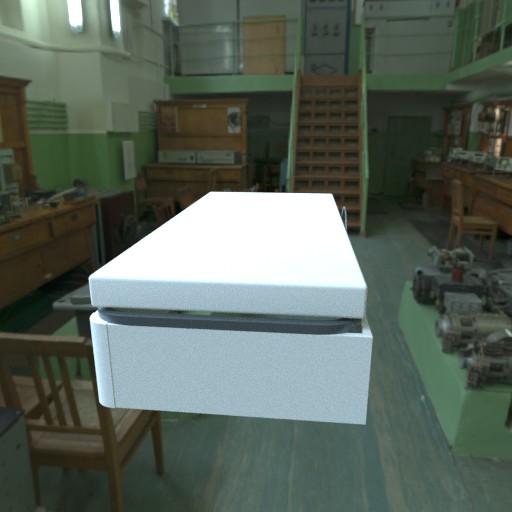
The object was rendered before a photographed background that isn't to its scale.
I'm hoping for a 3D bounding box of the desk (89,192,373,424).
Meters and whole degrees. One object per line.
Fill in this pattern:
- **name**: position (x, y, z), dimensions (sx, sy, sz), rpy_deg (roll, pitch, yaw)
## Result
- **desk**: position (0.000, 0.000, 2.270), dimensions (0.900, 0.526, 1.900), rpy_deg (2, 16, 6)
